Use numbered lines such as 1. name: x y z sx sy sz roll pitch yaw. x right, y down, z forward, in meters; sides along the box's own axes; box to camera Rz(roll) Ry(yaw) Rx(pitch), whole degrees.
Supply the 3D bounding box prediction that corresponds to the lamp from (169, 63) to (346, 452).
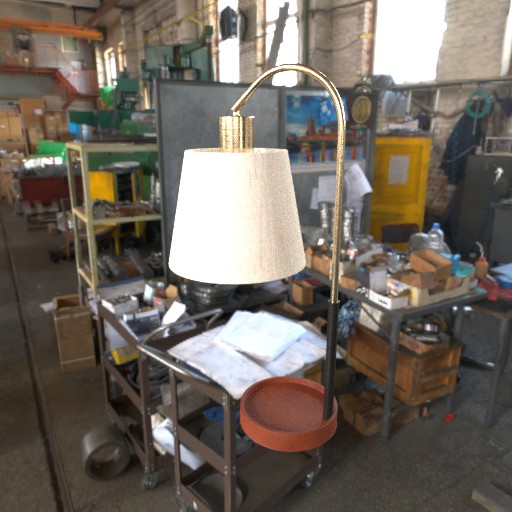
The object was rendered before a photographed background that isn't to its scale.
1. lamp: 0.000 0.000 0.672 0.273 0.536 0.211 8 18 25
